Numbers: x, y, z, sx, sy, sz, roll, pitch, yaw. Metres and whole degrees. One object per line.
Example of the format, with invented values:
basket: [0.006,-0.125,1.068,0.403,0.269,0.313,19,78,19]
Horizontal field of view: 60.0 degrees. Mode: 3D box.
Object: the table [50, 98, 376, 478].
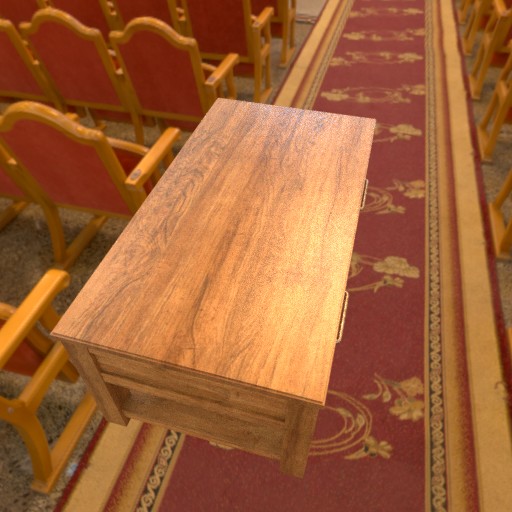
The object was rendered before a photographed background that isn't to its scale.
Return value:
table: [0.000,0.000,1.483,0.635,0.480,1.150,11,47,11]
